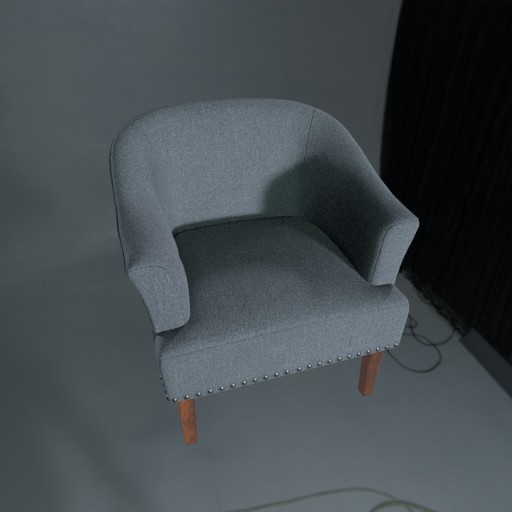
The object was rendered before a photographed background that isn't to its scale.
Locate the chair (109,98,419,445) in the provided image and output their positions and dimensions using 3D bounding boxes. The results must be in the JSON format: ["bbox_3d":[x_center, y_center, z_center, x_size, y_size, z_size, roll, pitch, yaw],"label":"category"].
[{"bbox_3d":[0.000,0.000,1.410,0.798,0.815,0.704,-10,34,-15],"label":"chair"}]
